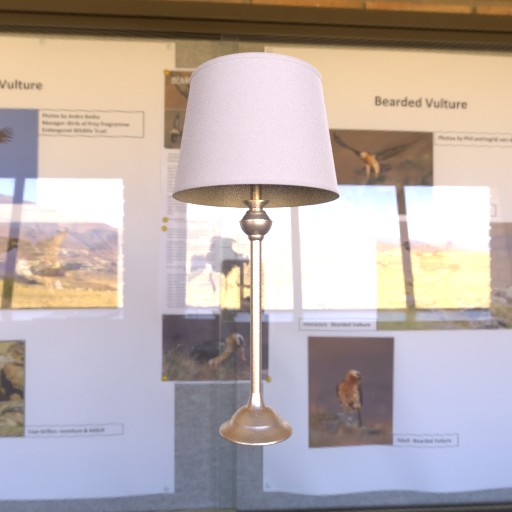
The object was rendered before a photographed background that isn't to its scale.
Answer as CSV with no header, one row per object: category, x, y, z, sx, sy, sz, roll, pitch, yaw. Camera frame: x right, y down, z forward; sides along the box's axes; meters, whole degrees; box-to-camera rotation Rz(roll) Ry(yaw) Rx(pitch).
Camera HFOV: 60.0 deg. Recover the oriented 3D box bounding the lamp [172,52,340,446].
lamp,0.000,0.000,0.889,0.331,0.698,0.331,0,-1,0
